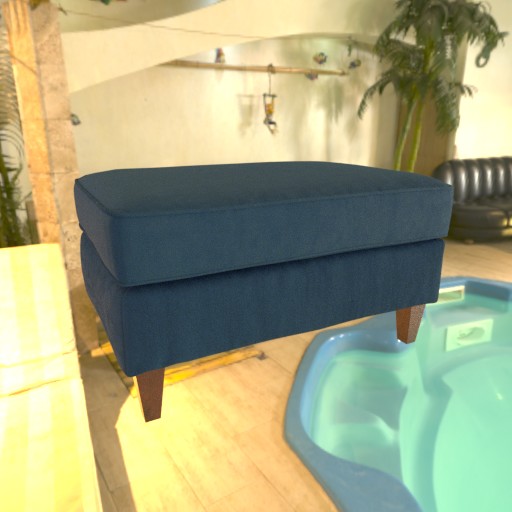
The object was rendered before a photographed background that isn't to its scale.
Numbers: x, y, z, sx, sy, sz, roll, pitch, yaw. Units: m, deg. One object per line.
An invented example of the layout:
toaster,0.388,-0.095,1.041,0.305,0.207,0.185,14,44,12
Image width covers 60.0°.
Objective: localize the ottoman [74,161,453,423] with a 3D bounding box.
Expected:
ottoman,0.000,0.000,1.217,0.862,0.484,0.583,-9,19,-26
